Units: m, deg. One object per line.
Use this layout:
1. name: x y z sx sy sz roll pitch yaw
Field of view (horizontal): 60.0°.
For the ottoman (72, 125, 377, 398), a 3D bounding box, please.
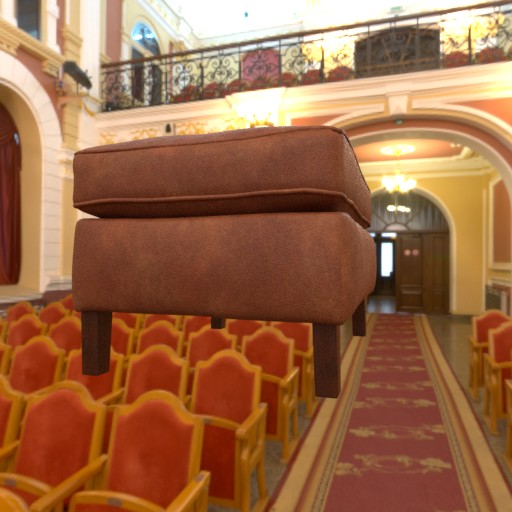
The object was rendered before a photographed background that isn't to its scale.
1. ottoman: 0.000 0.000 0.985 0.501 0.418 0.665 0 -1 18
